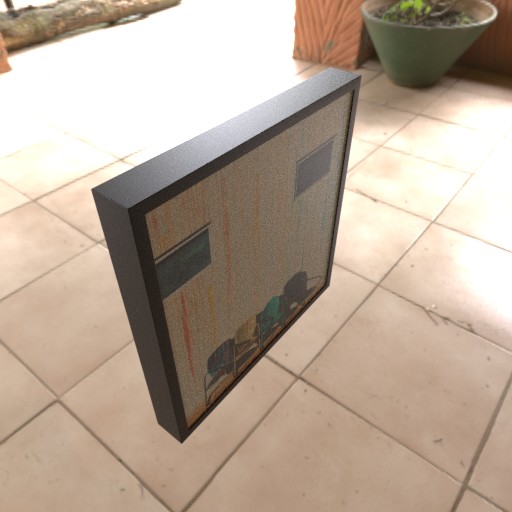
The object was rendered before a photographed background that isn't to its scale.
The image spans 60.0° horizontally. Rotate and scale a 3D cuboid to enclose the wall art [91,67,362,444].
[{"bbox_3d":[0.000,0.000,0.471,0.038,0.304,0.304,27,48,28],"label":"wall art"}]
